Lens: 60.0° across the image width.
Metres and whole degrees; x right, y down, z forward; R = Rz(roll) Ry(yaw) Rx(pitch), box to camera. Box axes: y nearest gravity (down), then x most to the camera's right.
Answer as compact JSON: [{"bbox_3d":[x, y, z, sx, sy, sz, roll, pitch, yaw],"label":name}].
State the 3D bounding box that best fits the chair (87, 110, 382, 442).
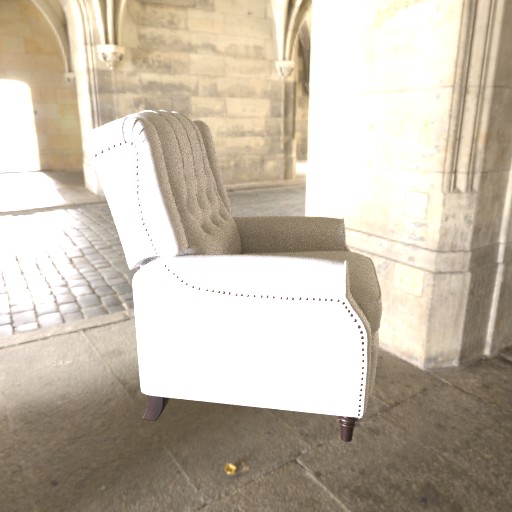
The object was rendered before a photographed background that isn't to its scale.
[{"bbox_3d":[0.000,0.000,1.646,0.902,1.035,0.742,3,17,10],"label":"chair"}]
